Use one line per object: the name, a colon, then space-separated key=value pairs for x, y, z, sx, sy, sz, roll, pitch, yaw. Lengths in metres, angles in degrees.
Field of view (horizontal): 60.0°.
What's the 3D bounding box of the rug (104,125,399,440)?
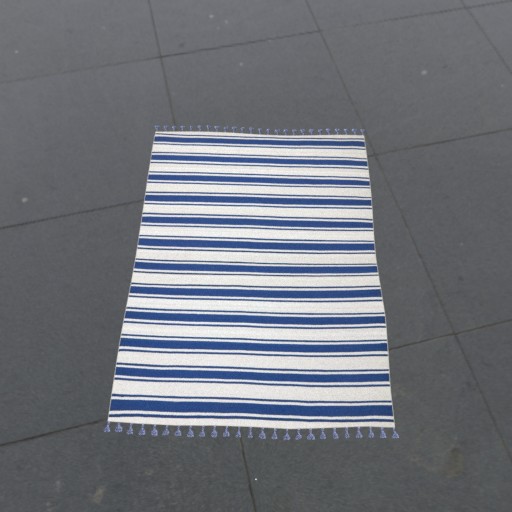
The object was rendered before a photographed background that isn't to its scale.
rug: x=0.000 y=0.000 z=4.459 sx=2.471 sy=0.016 sz=3.416 roll=1 pitch=63 yaw=1
